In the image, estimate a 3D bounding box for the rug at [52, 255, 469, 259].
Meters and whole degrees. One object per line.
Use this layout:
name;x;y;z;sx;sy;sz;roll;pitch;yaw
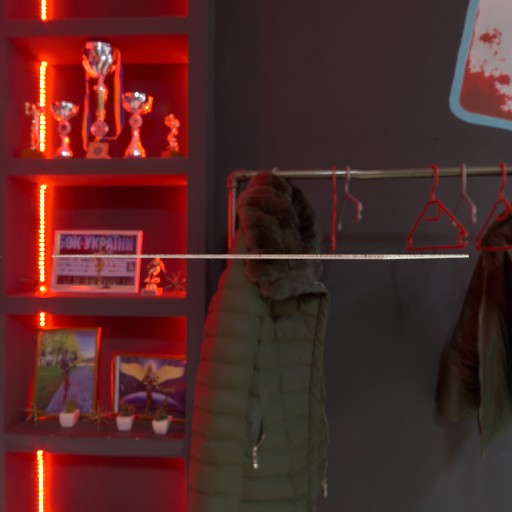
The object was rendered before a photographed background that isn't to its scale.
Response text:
rug;0.000;0.000;2.910;2.280;0.015;1.521;0;0;36
